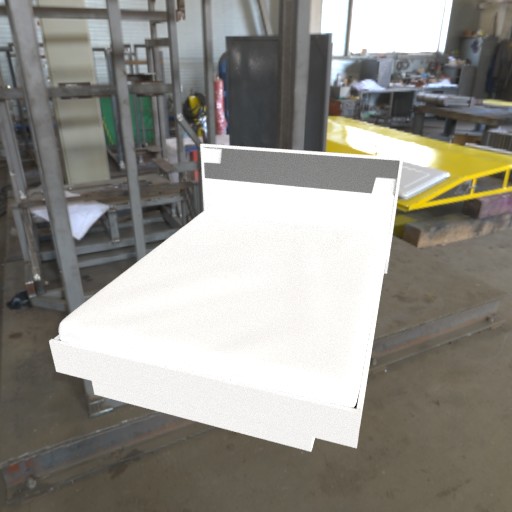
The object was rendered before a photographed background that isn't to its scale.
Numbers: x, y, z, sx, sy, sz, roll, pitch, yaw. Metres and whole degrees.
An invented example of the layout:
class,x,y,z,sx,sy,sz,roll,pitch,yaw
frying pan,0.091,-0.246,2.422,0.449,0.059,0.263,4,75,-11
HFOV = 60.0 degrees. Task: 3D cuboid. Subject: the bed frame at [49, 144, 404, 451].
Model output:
class,x,y,z,sx,sy,sz,roll,pitch,yaw
bed frame,0.000,0.000,2.992,1.711,1.001,2.100,8,27,17
